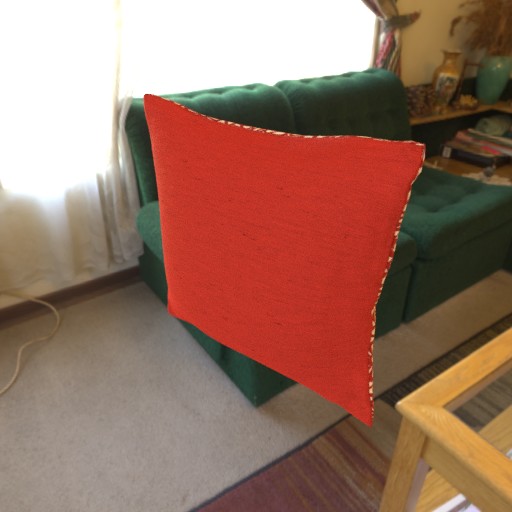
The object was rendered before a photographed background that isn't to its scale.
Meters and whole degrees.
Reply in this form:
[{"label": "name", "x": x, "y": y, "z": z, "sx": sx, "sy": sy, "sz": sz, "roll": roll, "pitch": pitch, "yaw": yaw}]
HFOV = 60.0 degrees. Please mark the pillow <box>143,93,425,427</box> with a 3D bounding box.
[{"label": "pillow", "x": 0.000, "y": 0.000, "z": 0.664, "sx": 0.438, "sy": 0.419, "sz": 0.162, "roll": 22, "pitch": 37, "yaw": 32}]
